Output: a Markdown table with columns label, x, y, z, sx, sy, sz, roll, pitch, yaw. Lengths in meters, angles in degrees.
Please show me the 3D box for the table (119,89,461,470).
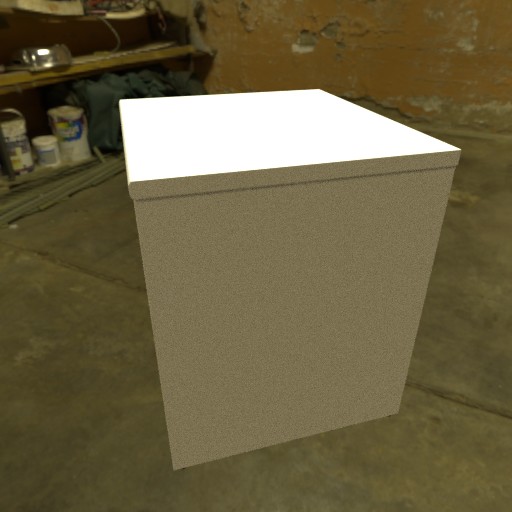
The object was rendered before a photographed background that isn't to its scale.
| label | x | y | z | sx | sy | sz | roll | pitch | yaw |
| --- | --- | --- | --- | --- | --- | --- | --- | --- | --- |
| table | 0.000 | 0.000 | 0.763 | 0.380 | 0.460 | 0.420 | -8 | 31 | -14 |
